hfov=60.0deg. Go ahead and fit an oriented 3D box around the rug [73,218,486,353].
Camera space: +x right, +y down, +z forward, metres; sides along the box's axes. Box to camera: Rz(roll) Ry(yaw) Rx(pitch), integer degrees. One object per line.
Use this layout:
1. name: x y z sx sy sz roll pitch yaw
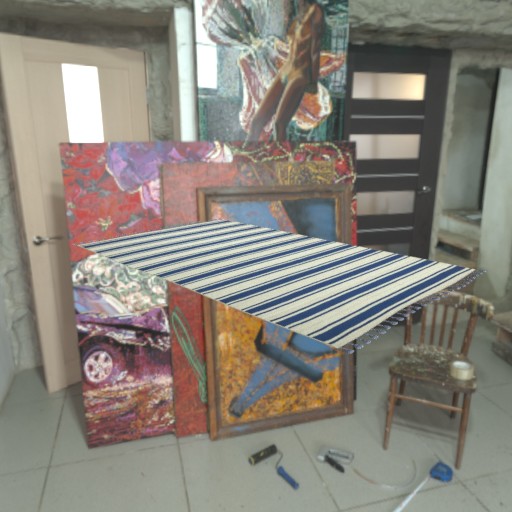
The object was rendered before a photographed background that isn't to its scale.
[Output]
1. rug: 0.000 0.000 2.546 2.108 0.009 1.248 15 21 43
